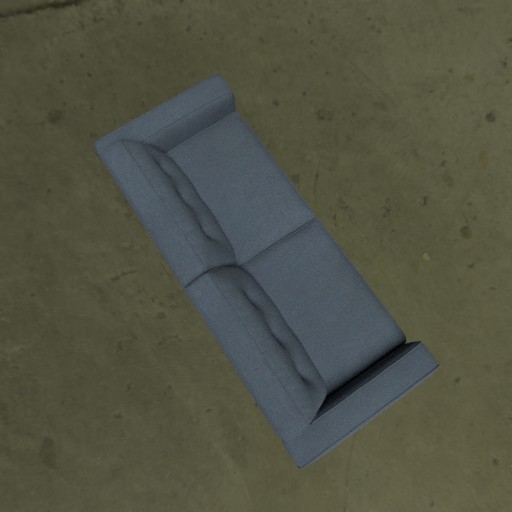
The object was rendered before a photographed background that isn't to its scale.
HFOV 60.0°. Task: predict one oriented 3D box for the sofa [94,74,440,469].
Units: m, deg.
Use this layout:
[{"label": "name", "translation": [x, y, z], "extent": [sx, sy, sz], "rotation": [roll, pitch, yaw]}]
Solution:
[{"label": "sofa", "translation": [0.000, 0.000, 2.743], "extent": [0.953, 0.782, 2.270], "rotation": [-33, 77, -8]}]
